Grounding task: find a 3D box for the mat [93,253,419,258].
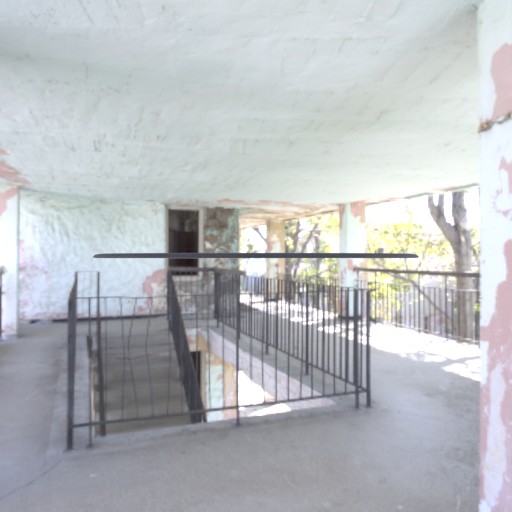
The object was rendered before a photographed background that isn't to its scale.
[{"bbox_3d":[0.000,0.000,1.633,1.220,0.016,0.917,0,0,0],"label":"mat"}]
